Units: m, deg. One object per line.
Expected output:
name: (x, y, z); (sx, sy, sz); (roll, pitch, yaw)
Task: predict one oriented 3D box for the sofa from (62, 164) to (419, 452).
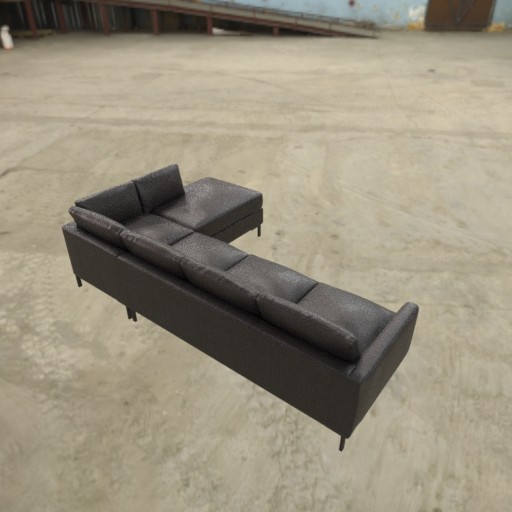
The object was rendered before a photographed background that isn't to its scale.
sofa: (0.000, 0.000, 3.937); (2.984, 0.877, 1.938); (22, 38, 31)
